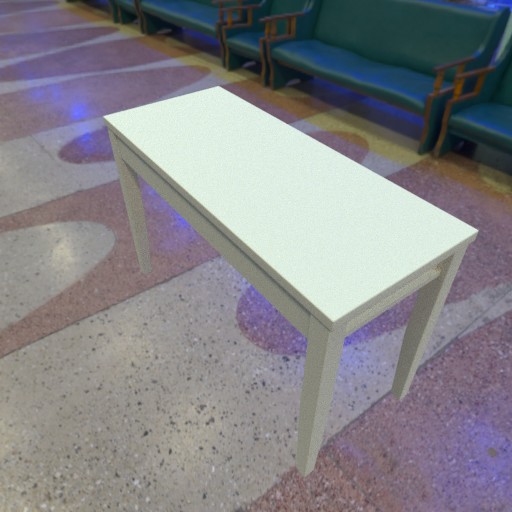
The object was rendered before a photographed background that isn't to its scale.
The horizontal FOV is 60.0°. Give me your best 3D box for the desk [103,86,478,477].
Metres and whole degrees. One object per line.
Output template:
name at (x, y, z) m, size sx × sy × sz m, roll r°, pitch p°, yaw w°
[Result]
desk at (0.000, 0.000, 1.633) m, size 0.508 × 0.775 × 1.220 m, roll -26°, pitch 48°, yaw -26°
